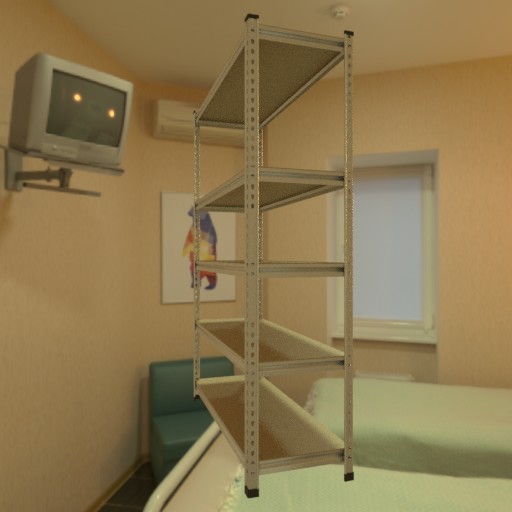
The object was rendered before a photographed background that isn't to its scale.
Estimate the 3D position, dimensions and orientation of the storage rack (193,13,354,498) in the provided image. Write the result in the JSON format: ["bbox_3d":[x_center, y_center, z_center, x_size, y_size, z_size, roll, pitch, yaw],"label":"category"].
[{"bbox_3d":[0.000,0.000,2.318,0.457,1.829,1.219,0,0,-18],"label":"storage rack"}]
